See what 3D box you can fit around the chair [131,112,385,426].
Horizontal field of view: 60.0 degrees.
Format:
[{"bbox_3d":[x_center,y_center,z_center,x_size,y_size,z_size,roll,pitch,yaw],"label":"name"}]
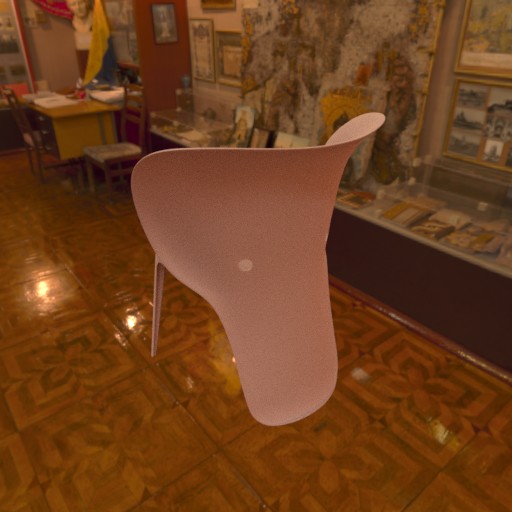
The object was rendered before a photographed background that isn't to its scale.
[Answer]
[{"bbox_3d":[0.000,0.000,0.892,0.451,0.554,0.402,-20,35,-31],"label":"chair"}]
